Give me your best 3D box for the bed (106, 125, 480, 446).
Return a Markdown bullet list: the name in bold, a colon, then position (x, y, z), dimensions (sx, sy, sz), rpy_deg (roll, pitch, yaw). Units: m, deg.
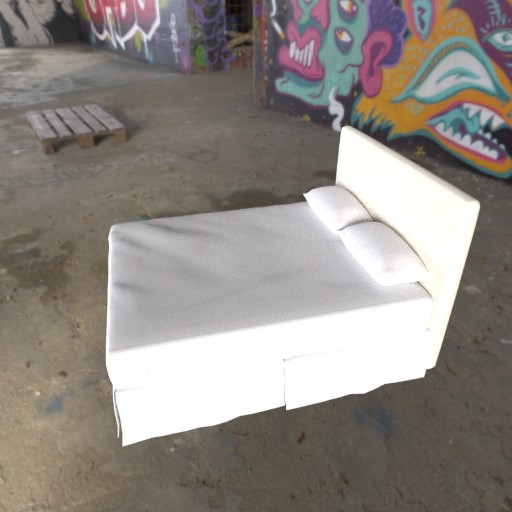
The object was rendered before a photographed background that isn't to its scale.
- **bed**: position (0.000, 0.000, 3.176), dimensions (2.142, 1.330, 1.713), rpy_deg (-8, 32, -13)
